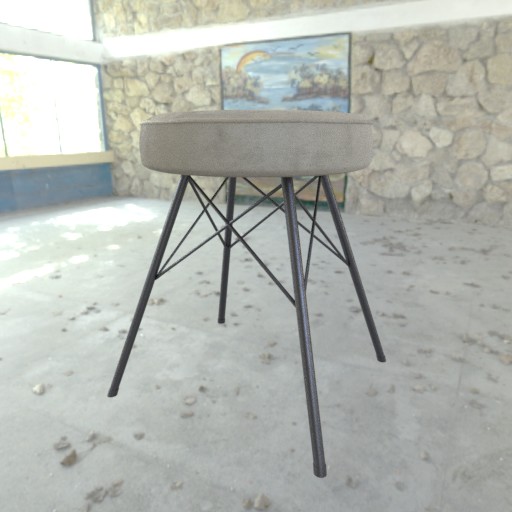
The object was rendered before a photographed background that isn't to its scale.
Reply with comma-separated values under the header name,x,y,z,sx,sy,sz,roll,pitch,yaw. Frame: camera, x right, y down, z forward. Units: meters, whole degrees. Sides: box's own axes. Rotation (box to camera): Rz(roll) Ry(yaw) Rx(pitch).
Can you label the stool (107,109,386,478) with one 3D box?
name,x,y,z,sx,sy,sz,roll,pitch,yaw
stool,0.000,0.000,0.873,0.457,0.538,0.423,8,18,27
